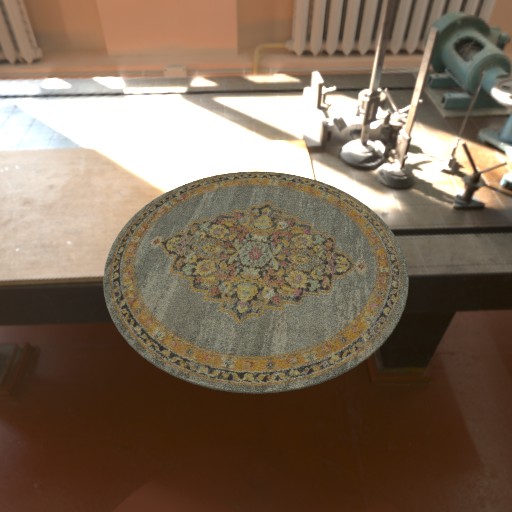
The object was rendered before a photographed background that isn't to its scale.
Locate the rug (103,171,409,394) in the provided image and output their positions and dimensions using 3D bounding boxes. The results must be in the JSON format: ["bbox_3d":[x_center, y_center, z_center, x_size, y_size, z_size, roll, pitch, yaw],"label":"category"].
[{"bbox_3d":[0.000,0.000,2.388,1.598,0.010,1.598,0,45,0],"label":"rug"}]
